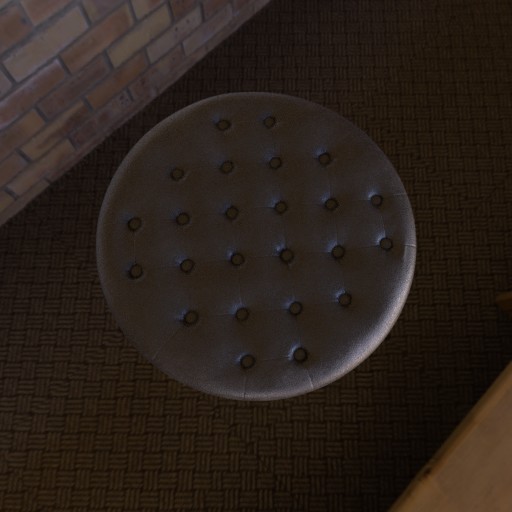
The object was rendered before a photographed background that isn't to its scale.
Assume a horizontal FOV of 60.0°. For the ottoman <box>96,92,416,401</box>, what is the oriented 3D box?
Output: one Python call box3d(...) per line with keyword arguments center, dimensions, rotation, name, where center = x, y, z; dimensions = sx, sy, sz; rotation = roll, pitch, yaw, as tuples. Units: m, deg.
box3d(center=(0.000, 0.000, 1.062), dimensions=(0.637, 0.442, 0.637), rotation=(0, 76, 0), name="ottoman")
